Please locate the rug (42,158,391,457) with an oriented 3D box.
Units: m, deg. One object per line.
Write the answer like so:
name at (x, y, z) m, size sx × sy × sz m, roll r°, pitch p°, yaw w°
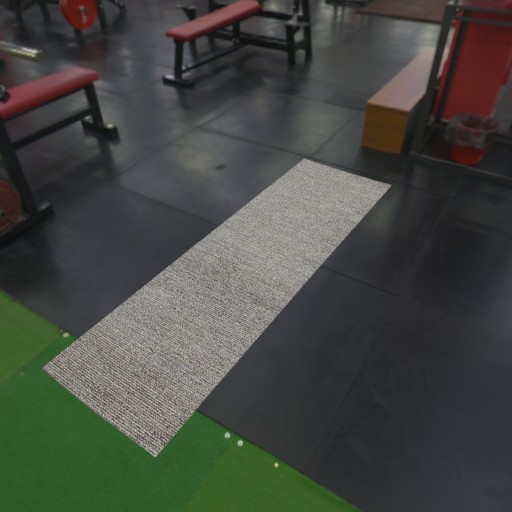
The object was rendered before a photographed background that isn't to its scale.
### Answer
rug at (0.000, 0.000, 2.532) m, size 0.697 × 0.013 × 2.335 m, roll 25°, pitch 47°, yaw 26°
